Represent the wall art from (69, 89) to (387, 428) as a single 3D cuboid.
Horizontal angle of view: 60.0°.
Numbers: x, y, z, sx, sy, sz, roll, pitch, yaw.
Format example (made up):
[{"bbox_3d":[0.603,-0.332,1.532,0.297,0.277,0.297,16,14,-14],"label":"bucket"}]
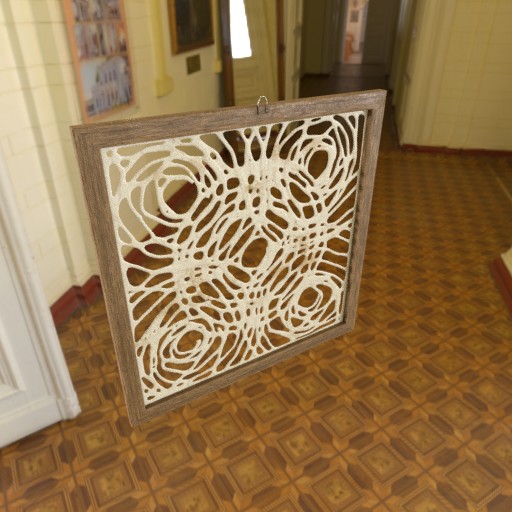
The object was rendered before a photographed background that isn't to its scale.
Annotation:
[{"bbox_3d":[0.000,0.000,0.832,0.561,0.576,0.021,-17,34,-27],"label":"wall art"}]
